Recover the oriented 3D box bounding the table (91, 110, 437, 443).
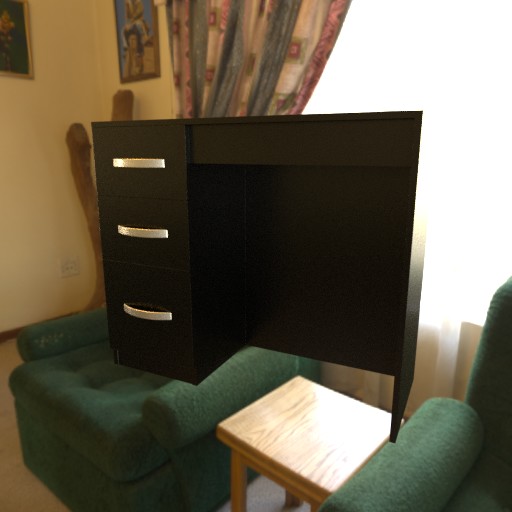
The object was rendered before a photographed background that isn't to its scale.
[{"bbox_3d":[0.000,0.000,1.350,0.930,0.790,0.380,7,15,25],"label":"table"}]
